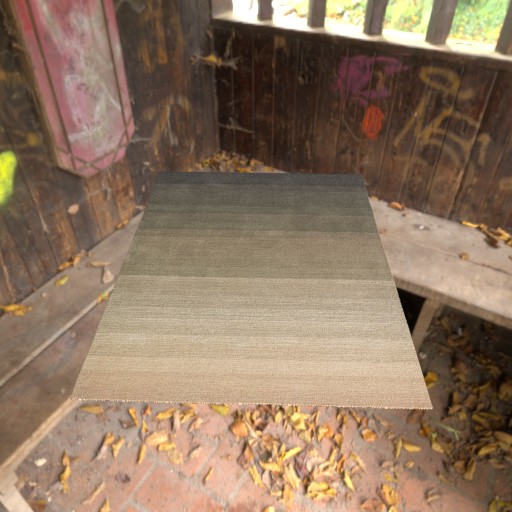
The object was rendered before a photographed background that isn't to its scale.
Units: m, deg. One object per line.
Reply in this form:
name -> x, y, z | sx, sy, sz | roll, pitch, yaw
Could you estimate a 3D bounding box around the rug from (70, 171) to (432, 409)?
rug -> 0.000, 0.000, 3.935 | 2.315, 0.015, 2.932 | 1, 40, 1
